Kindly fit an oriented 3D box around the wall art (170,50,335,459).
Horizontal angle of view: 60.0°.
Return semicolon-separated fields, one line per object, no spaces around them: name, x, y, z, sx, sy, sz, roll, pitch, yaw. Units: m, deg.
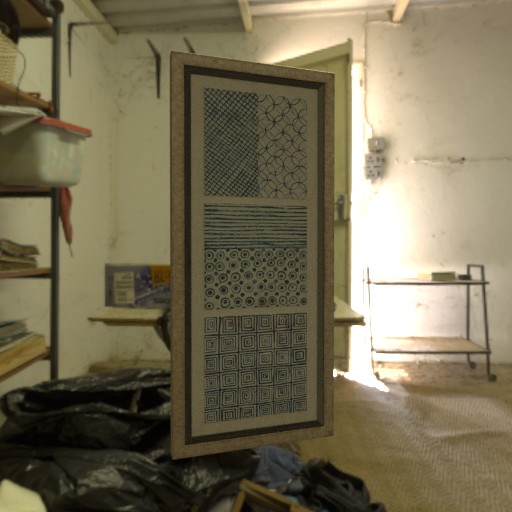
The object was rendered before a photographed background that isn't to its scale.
wall art;0.000;0.000;1.706;0.648;1.461;0.051;0;1;-18
